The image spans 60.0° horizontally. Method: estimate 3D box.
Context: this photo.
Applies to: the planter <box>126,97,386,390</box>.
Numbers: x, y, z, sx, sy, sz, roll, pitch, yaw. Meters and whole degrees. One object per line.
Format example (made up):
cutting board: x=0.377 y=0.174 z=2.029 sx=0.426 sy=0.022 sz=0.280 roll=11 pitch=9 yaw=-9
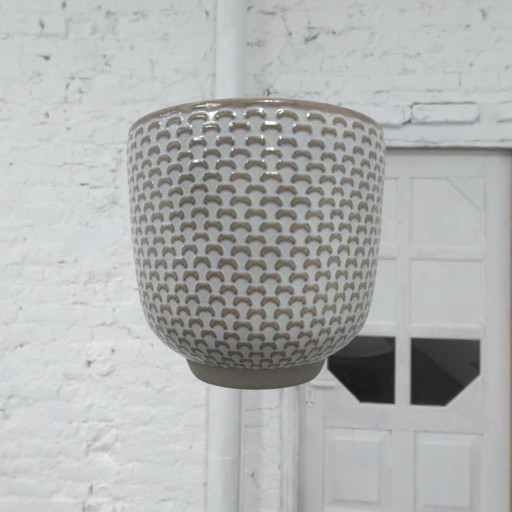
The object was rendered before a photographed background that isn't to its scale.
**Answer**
planter: x=0.000 y=0.000 z=0.247 sx=0.139 sy=0.130 sz=0.139 roll=0 pitch=0 yaw=0
